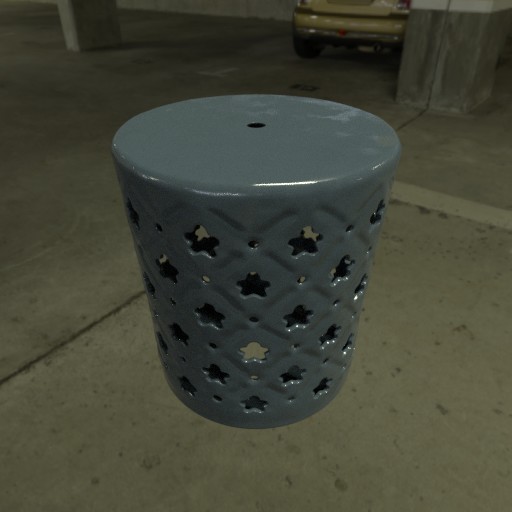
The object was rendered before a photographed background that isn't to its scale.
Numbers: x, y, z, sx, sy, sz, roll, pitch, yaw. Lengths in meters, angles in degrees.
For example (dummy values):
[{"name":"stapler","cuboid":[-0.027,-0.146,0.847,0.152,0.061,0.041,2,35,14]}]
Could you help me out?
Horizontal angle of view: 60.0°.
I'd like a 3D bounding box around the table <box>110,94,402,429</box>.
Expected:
[{"name":"table","cuboid":[0.000,0.000,0.653,0.352,0.387,0.352,0,33,0]}]
